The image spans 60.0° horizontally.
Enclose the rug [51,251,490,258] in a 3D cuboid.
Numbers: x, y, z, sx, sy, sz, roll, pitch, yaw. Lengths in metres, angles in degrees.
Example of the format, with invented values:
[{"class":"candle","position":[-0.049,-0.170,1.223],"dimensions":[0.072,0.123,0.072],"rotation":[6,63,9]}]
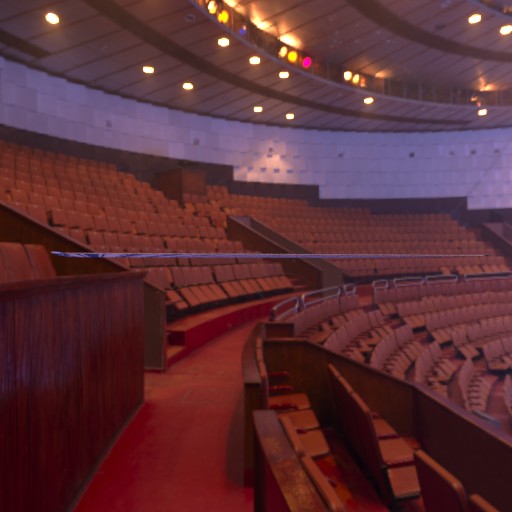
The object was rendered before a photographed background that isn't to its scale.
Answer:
[{"class":"rug","position":[0.000,0.000,2.863],"dimensions":[2.315,0.010,1.544],"rotation":[0,-1,-19]}]
